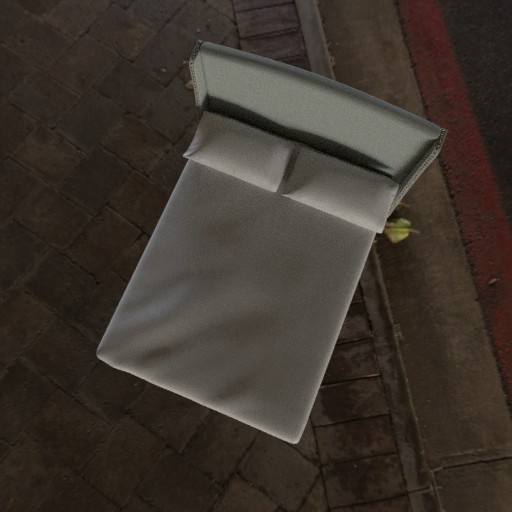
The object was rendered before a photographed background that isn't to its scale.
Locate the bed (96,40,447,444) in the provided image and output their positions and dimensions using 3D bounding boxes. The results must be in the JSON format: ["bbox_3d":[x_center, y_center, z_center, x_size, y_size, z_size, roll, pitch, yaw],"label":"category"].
[{"bbox_3d":[0.000,0.000,3.236,1.710,1.407,2.237,22,78,5],"label":"bed"}]
